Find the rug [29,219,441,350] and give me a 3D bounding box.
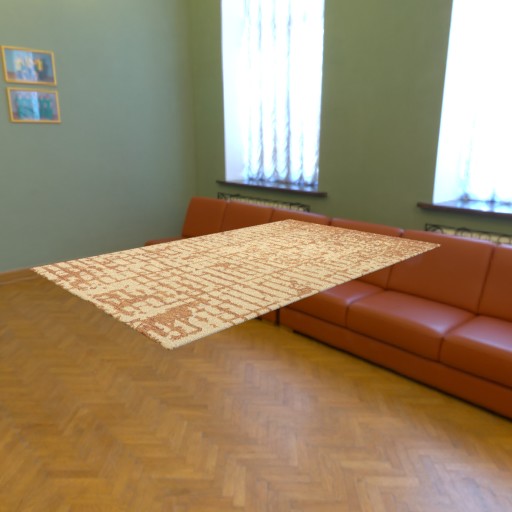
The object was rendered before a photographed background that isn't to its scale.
[{"bbox_3d":[0.000,0.000,3.037,2.435,0.011,1.517,-14,20,-43],"label":"rug"}]
